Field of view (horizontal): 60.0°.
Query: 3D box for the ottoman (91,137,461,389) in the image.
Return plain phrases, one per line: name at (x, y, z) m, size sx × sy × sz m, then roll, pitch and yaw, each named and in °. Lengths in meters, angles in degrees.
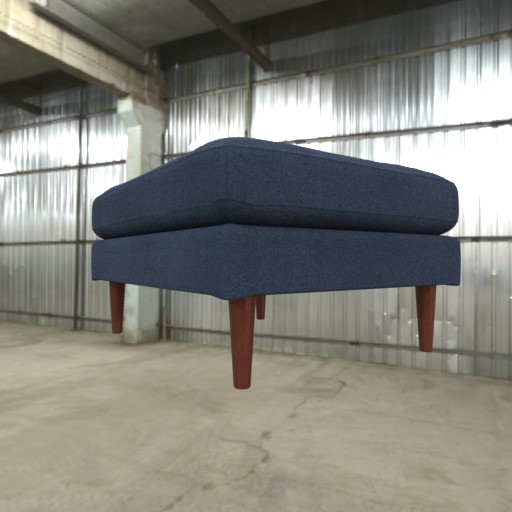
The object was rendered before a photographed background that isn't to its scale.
ottoman at (0.000, 0.000, 1.235) m, size 0.693 × 0.474 × 0.821 m, roll 0°, pitch 0°, yaw -35°
